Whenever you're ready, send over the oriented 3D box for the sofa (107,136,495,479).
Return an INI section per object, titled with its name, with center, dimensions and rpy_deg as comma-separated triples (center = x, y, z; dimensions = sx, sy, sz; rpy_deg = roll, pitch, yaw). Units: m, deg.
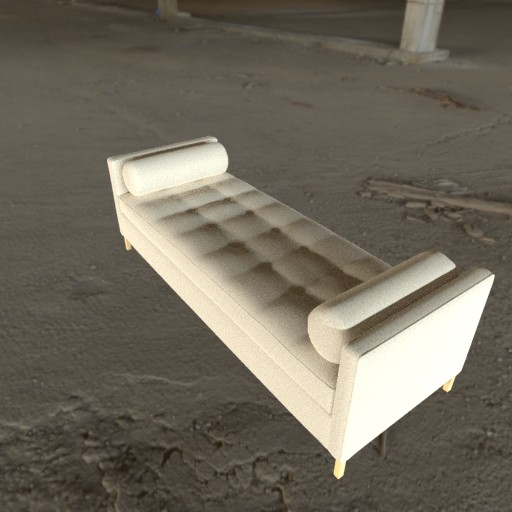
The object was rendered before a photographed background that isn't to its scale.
[sofa]
center = 0.000, 0.000, 2.256
dimensions = 0.746, 0.641, 1.985
rpy_deg = -22, 39, -30
